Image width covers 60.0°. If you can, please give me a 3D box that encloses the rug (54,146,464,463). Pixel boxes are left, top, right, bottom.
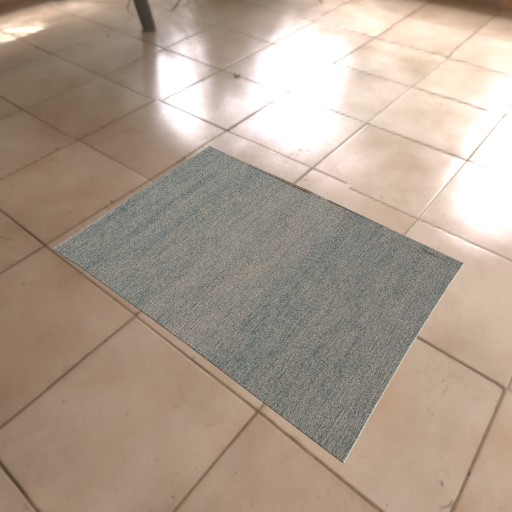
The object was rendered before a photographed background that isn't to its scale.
[{"bbox_3d":[0.000,0.000,3.011,2.306,0.030,1.613,30,54,25],"label":"rug"}]
